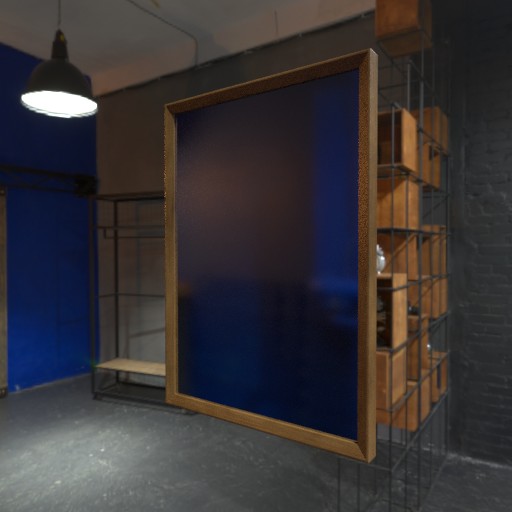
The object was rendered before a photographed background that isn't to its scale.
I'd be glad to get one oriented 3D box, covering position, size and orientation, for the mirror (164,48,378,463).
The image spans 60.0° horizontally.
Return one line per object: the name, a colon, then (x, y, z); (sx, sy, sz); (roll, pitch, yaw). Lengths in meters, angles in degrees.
mirror: (0.000, 0.000, 0.922); (0.508, 0.711, 0.039); (1, 1, 36)
